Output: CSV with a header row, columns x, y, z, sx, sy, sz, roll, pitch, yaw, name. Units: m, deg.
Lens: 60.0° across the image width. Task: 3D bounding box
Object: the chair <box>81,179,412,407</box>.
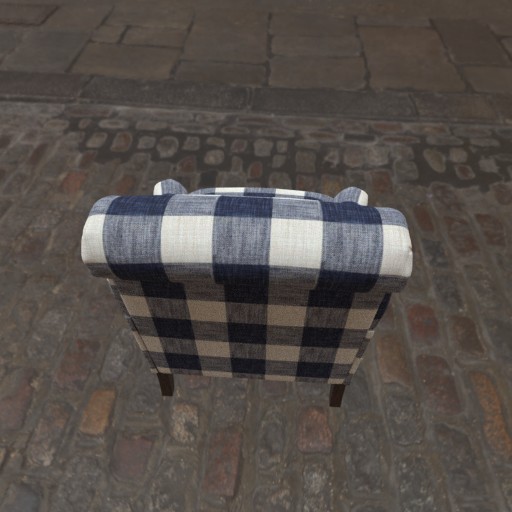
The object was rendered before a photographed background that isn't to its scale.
x,y,z,sx,sy,sz,roll,pitch,yaw,name
0.000,0.000,1.555,0.781,0.953,0.848,3,47,3,chair
